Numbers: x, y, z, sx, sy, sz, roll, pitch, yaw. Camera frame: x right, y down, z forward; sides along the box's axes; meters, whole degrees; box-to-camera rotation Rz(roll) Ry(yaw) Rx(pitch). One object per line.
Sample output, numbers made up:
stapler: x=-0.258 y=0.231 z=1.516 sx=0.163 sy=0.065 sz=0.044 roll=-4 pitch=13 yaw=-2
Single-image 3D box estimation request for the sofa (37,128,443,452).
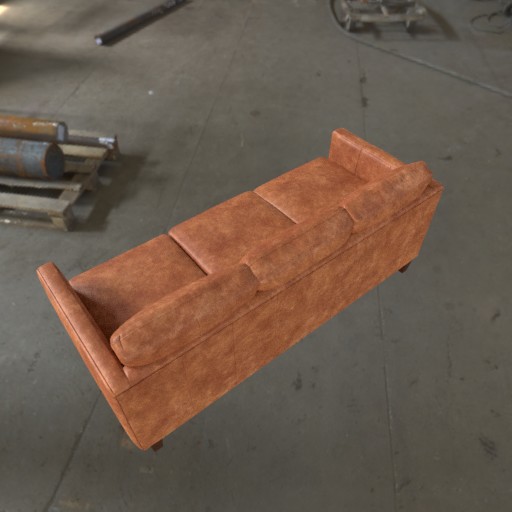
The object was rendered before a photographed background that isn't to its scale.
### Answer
sofa: x=0.000 y=0.000 z=2.975 sx=2.464 sy=1.006 sz=1.045 roll=-30 pitch=53 yaw=-25
